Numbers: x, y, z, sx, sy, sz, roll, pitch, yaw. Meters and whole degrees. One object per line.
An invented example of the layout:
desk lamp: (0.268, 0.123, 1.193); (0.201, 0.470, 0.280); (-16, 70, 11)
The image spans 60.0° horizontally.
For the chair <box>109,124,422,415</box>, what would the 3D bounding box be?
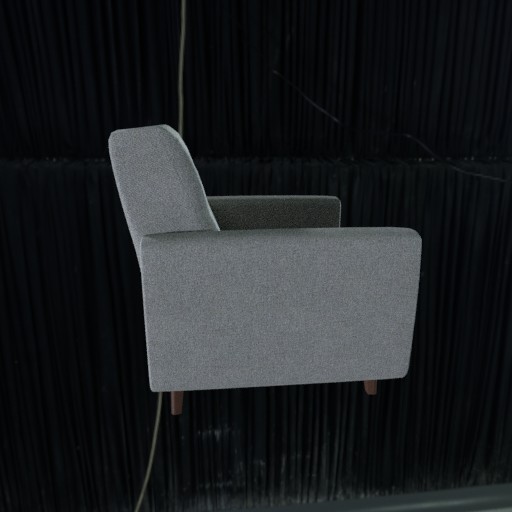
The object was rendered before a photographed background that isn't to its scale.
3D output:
chair: (0.000, 0.000, 1.704); (0.942, 0.968, 0.845); (-3, 16, -9)
